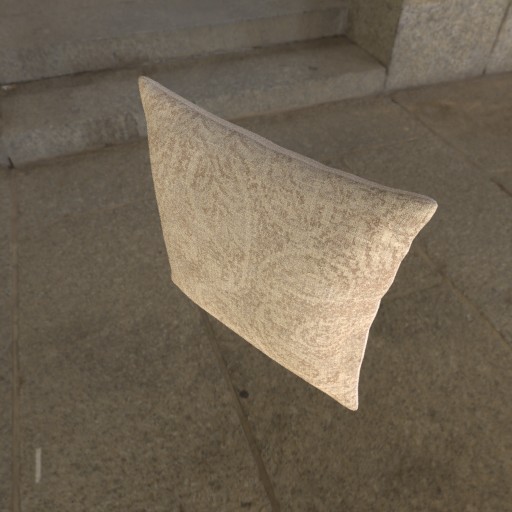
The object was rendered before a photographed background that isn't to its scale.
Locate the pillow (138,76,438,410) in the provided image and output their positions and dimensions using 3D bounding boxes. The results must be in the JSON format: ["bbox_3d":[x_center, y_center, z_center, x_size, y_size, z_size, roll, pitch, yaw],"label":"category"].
[{"bbox_3d":[0.000,0.000,0.793,0.523,0.510,0.166,31,54,26],"label":"pillow"}]
